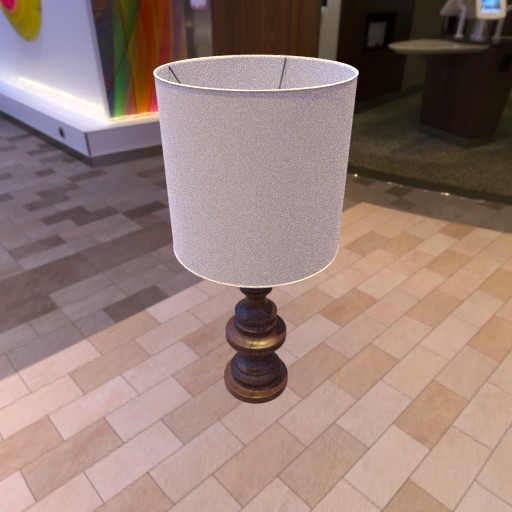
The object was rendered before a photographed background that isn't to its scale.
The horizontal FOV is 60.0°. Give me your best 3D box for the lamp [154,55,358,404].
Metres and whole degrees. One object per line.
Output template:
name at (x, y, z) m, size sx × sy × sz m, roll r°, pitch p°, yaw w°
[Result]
lamp at (0.000, 0.000, 0.580) m, size 0.208 × 0.455 × 0.208 m, roll 0°, pitch 32°, yaw 0°
